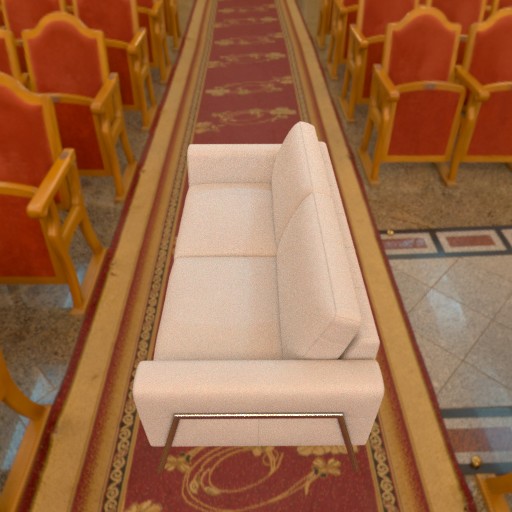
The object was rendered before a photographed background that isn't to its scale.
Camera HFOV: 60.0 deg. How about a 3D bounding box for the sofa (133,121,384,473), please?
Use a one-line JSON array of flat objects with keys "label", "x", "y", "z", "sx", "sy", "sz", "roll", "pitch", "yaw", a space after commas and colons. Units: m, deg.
[{"label": "sofa", "x": 0.000, "y": 0.000, "z": 2.503, "sx": 0.953, "sy": 0.875, "sz": 2.017, "roll": 0, "pitch": 41, "yaw": 0}]
